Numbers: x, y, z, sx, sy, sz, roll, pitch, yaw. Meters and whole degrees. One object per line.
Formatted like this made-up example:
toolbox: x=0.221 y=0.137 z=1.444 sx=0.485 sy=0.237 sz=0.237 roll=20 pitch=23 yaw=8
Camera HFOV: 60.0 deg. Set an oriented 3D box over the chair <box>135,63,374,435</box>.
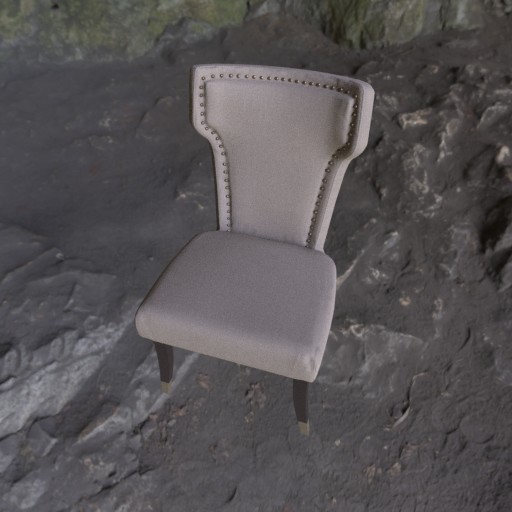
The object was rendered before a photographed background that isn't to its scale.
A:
chair: x=0.000 y=0.000 z=1.348 sx=0.526 sy=0.955 sz=0.630 roll=12 pitch=43 yaw=13
